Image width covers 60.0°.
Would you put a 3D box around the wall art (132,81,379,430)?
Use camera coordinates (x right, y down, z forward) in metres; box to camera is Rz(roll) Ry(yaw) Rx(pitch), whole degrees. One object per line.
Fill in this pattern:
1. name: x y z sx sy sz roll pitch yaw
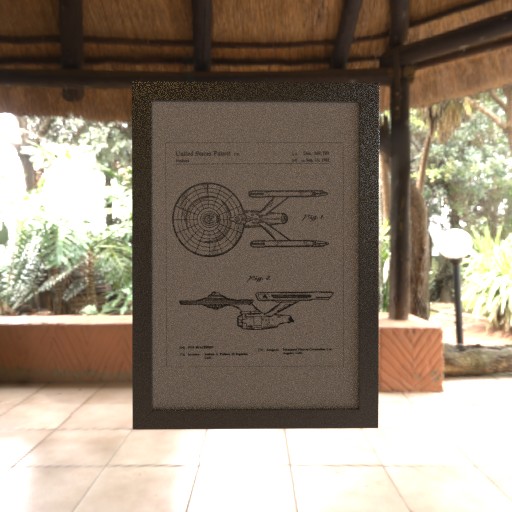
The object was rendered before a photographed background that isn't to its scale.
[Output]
1. wall art: 0.000 0.000 0.682 0.376 0.529 0.013 0 0 -1
